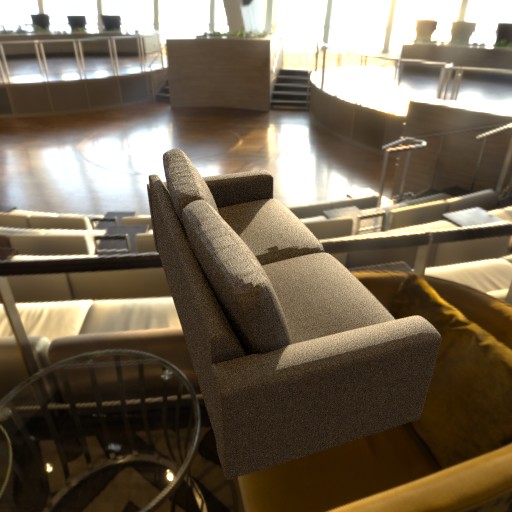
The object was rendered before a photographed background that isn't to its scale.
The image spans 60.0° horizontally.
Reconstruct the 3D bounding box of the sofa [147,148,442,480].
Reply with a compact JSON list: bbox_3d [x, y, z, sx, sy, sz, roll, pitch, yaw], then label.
[{"bbox_3d":[0.000,0.000,2.686,1.016,0.873,2.179,-10,32,-16],"label":"sofa"}]
